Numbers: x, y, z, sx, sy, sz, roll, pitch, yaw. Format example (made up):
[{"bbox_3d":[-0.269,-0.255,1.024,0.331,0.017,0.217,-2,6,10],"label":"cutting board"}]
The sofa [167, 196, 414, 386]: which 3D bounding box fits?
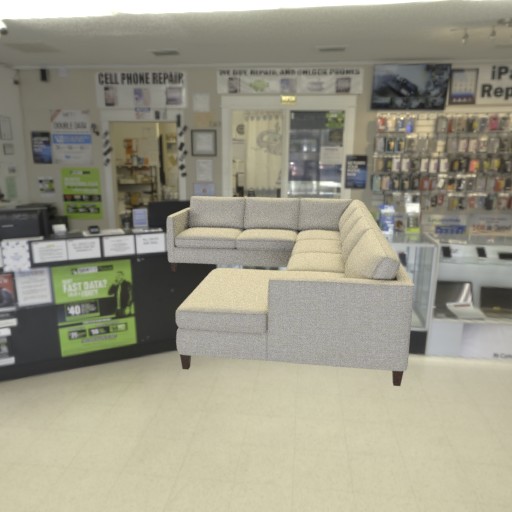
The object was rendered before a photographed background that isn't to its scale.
[{"bbox_3d":[0.000,0.000,4.573,2.551,0.889,3.403,2,14,9],"label":"sofa"}]
